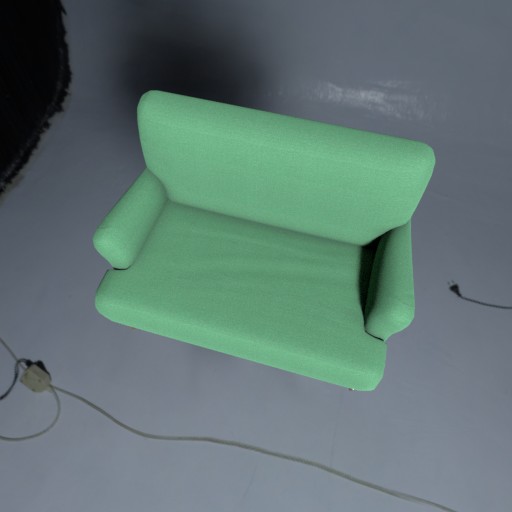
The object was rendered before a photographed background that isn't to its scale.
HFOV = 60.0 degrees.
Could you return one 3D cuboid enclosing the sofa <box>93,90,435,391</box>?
[{"bbox_3d":[0.000,0.000,1.886,1.297,0.889,0.779,14,59,9],"label":"sofa"}]
